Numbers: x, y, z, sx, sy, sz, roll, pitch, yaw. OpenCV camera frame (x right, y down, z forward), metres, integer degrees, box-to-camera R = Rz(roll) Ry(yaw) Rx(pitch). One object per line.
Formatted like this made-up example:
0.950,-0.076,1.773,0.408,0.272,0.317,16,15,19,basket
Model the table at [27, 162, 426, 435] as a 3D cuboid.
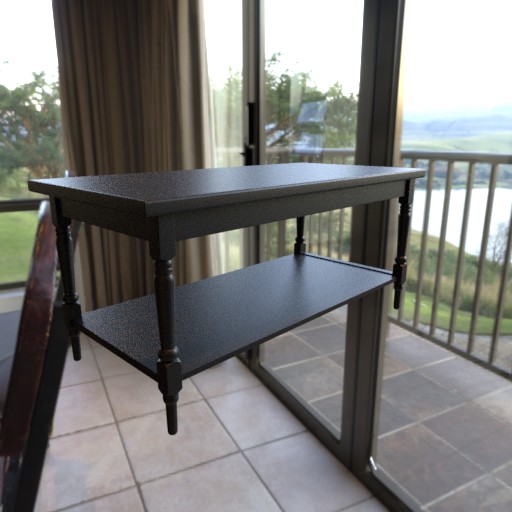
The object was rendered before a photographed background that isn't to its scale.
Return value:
0.000,0.000,1.391,0.550,0.510,1.107,14,21,43,table
